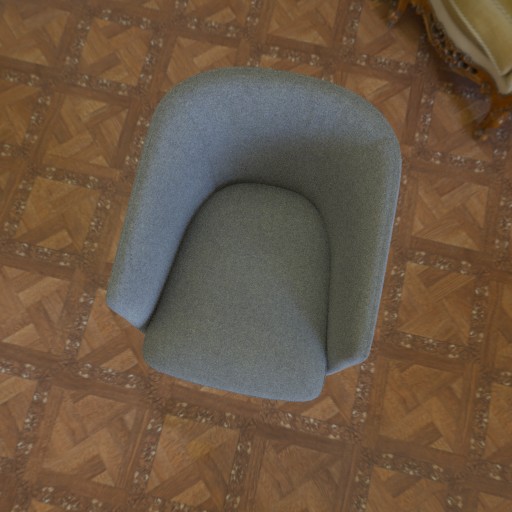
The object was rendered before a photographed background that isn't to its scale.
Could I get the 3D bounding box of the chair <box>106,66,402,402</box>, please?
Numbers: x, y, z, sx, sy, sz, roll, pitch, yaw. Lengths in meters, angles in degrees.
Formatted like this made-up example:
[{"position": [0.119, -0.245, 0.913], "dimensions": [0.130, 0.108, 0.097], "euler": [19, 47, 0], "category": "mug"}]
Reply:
[{"position": [0.000, 0.000, 1.650], "dimensions": [0.822, 0.861, 0.986], "euler": [12, 77, 3], "category": "chair"}]
